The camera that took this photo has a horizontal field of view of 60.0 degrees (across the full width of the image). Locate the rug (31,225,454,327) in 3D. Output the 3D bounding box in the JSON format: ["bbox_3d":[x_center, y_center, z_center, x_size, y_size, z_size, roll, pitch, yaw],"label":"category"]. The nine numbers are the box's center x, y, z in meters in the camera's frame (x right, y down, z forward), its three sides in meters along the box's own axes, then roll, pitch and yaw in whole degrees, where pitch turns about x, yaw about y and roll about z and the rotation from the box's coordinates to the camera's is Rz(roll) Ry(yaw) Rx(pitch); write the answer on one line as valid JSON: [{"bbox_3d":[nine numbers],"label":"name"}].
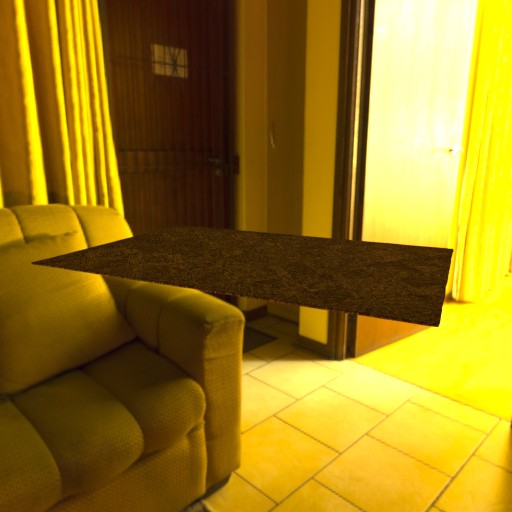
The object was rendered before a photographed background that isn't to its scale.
[{"bbox_3d":[0.000,0.000,2.252,1.808,0.011,1.189,6,15,25],"label":"rug"}]
